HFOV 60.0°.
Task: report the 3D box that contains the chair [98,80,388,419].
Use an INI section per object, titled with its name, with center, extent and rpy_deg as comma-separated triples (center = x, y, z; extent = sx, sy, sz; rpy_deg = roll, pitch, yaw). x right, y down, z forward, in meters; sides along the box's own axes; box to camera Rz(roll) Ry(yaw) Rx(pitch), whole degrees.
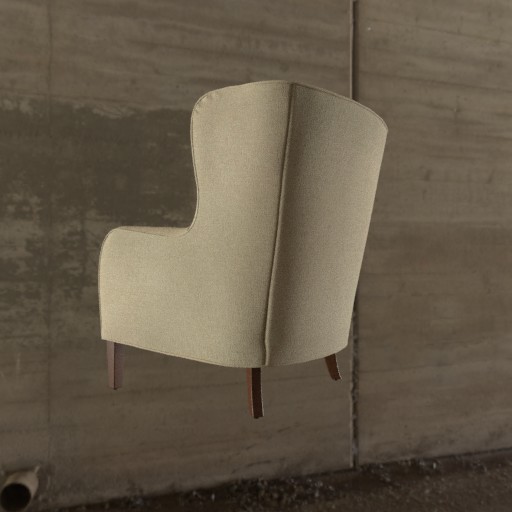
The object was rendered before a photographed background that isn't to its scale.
[chair]
center = 0.000, 0.000, 1.771
extent = 0.966, 1.040, 0.838
rpy_deg = 0, 0, 37
